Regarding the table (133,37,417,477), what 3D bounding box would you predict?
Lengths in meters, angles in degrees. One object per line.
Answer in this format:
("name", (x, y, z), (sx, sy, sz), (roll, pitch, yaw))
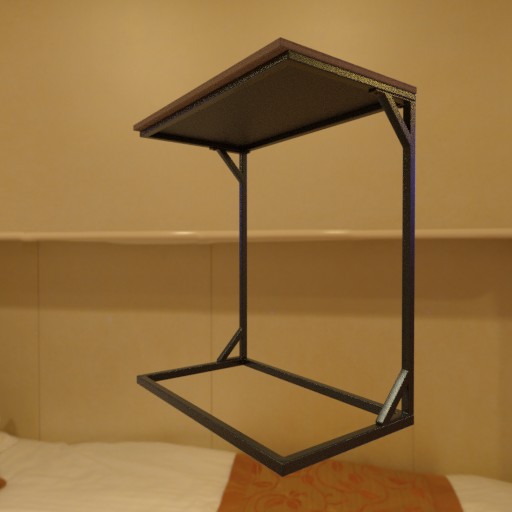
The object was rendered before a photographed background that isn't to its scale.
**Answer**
("table", (0.000, 0.000, 1.018), (0.351, 0.673, 0.597), (-1, 1, -36))
